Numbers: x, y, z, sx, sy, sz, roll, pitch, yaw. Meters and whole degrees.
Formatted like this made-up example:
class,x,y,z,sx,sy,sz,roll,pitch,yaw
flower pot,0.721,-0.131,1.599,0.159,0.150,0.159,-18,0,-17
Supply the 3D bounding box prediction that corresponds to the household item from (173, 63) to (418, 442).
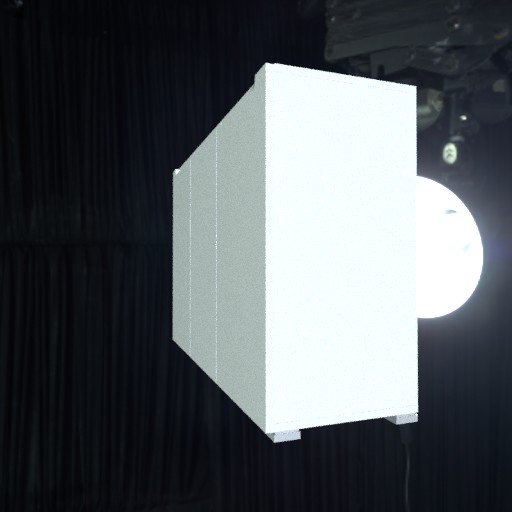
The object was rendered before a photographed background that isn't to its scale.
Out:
class,x,y,z,sx,sy,sz,roll,pitch,yaw
household item,0.000,0.000,1.688,0.420,0.867,1.300,0,-1,-20
